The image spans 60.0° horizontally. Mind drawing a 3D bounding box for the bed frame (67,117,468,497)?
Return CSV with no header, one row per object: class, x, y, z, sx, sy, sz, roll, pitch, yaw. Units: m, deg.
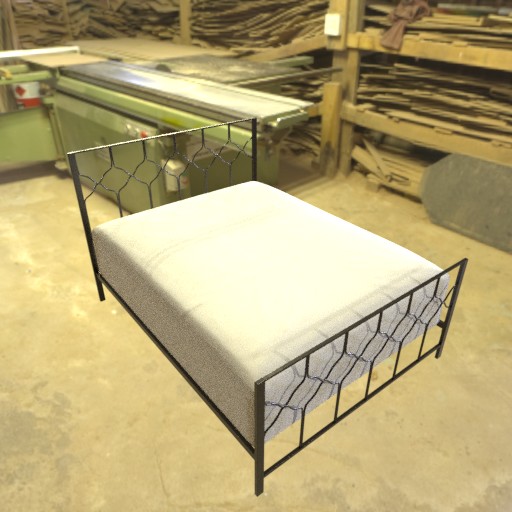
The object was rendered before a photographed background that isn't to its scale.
bed frame,0.000,0.000,2.999,1.597,1.222,2.063,-22,37,-32
